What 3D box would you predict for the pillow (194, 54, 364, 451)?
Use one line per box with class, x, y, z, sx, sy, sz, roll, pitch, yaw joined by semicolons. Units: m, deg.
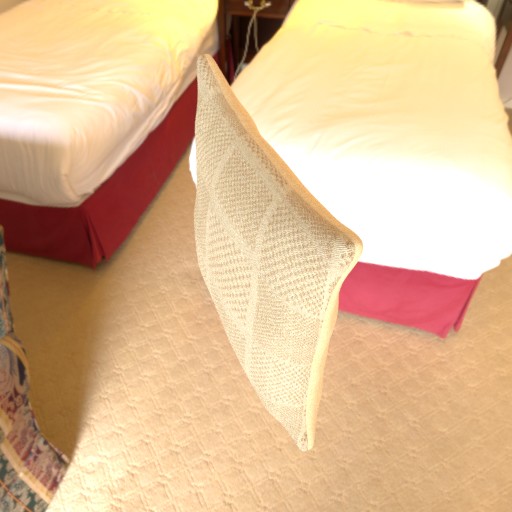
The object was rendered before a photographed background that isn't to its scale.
pillow;0.000;0.000;0.656;0.138;0.432;0.436;-16;47;-15
